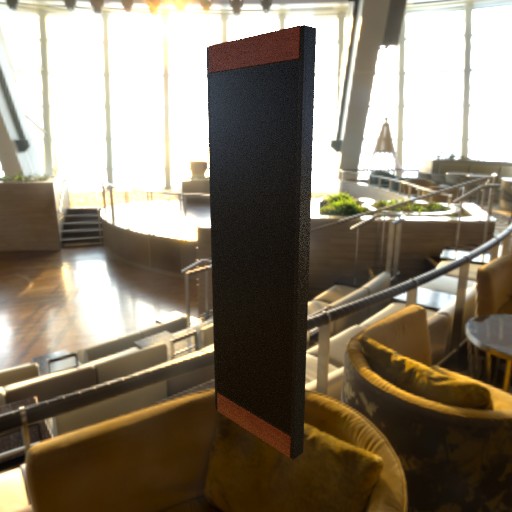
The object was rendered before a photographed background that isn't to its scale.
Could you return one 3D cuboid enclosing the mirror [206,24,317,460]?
[{"bbox_3d":[0.000,0.000,1.246,0.343,1.123,0.047,14,20,43],"label":"mirror"}]
